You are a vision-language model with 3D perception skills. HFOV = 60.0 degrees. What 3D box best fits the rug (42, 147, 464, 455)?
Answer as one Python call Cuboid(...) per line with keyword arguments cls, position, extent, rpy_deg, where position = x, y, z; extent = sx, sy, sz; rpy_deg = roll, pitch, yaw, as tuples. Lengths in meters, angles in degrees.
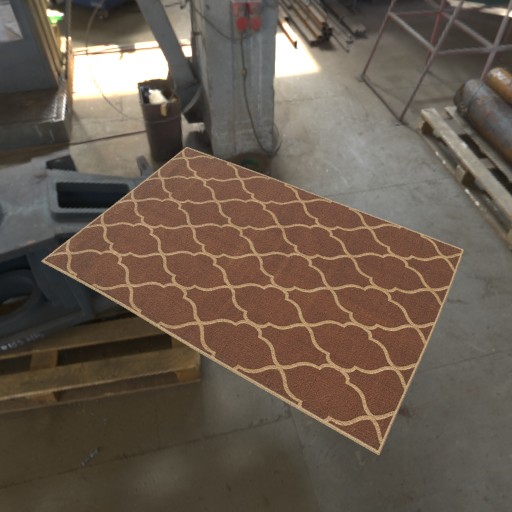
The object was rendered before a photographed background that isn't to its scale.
Cuboid(cls="rug", position=(0.000, 0.000, 2.866), extent=(2.290, 0.014, 1.526), rpy_deg=(24, 52, 21))
